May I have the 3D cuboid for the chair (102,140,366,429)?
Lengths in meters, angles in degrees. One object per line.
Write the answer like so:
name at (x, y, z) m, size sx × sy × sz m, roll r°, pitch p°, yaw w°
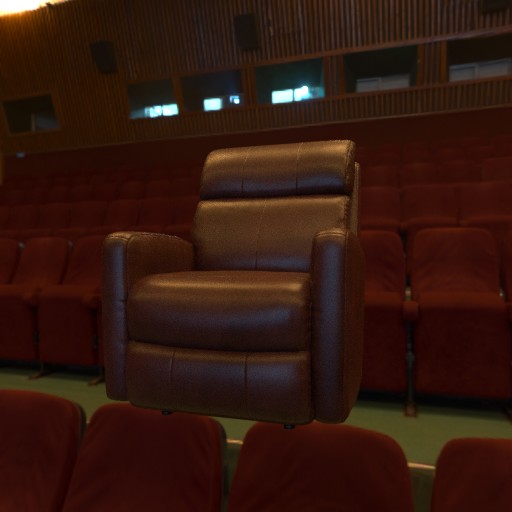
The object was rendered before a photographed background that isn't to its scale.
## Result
chair at (0.000, 0.000, 1.678) m, size 0.787 × 1.016 × 0.939 m, roll 0°, pitch 0°, yaw 17°
